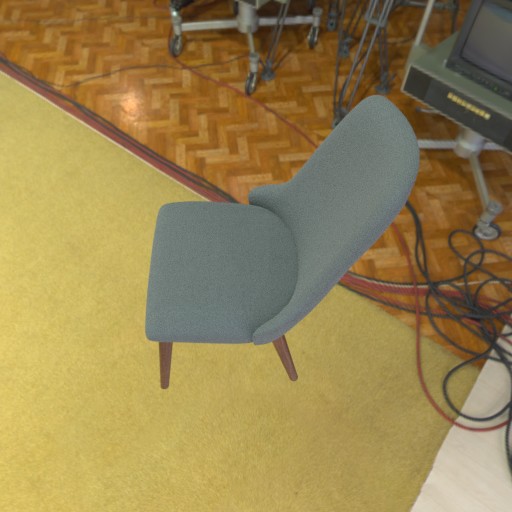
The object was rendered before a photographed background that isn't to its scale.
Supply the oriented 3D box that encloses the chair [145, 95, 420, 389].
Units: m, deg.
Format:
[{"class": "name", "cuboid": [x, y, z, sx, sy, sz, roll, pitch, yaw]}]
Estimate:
[{"class": "chair", "cuboid": [0.000, 0.000, 1.346, 0.707, 0.918, 0.535, -1, 57, 0]}]
